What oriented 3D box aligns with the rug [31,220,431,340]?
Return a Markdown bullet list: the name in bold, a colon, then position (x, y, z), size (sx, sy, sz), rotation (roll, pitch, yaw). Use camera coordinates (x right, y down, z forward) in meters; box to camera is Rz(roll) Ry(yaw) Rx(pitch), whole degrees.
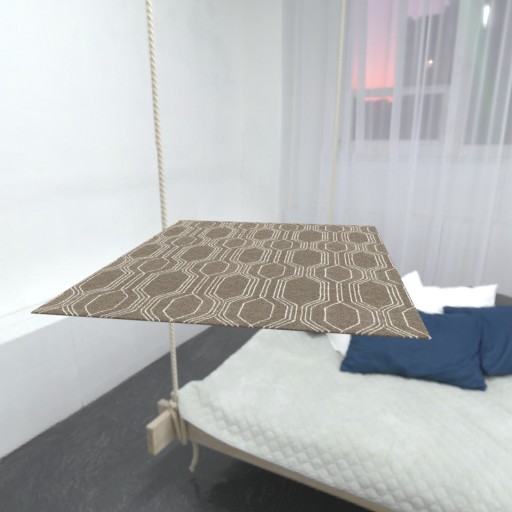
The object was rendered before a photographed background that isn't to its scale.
- **rug**: position (0.000, 0.000, 4.115), size (2.457, 0.012, 3.062), rotation (2, 16, 8)
